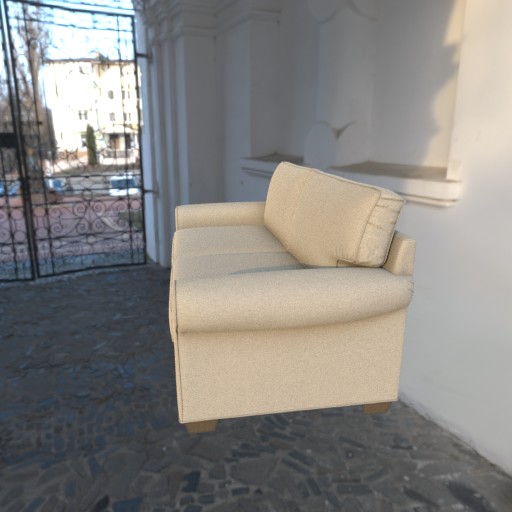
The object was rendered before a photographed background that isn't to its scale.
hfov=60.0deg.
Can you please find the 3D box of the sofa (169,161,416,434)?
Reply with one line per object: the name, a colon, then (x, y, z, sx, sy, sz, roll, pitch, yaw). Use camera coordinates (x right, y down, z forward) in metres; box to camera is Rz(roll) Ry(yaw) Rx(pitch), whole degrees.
sofa: (0.000, 0.000, 2.483, 0.940, 0.952, 1.930, -3, 16, -9)
